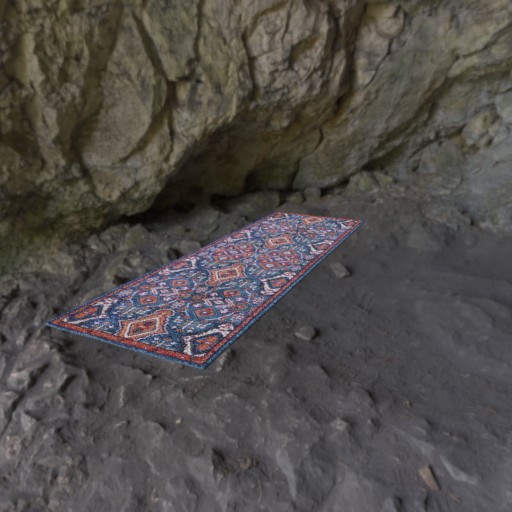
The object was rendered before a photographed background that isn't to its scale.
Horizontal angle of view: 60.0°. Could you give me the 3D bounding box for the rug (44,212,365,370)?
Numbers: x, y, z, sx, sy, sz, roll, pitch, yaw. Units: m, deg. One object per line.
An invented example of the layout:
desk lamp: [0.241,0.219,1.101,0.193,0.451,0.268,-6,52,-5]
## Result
rug: [0.000,0.000,2.748,0.801,0.010,2.459,9,20,25]
